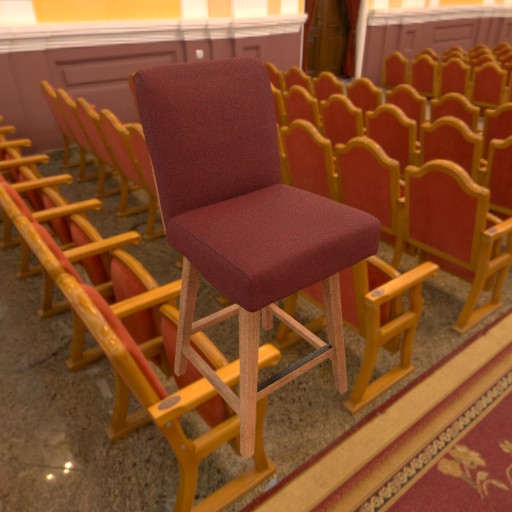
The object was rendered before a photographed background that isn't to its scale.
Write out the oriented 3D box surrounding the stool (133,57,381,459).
[{"bbox_3d":[0.000,0.000,1.340,0.468,1.038,0.562,-22,37,-31],"label":"stool"}]
